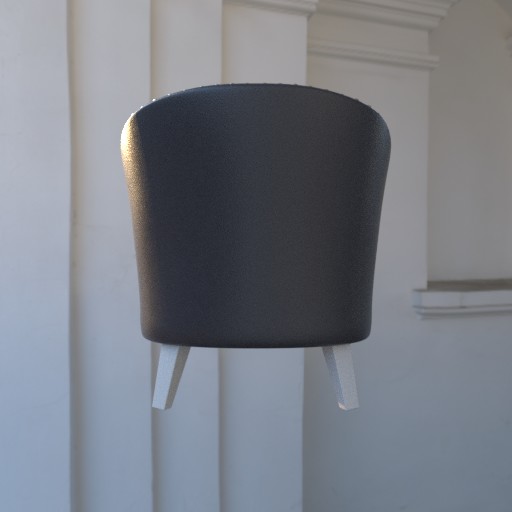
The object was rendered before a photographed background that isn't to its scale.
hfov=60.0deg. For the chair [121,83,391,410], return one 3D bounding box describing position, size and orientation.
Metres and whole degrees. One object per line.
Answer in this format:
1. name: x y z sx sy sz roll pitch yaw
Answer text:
1. chair: 0.000 0.000 1.401 0.794 0.823 0.748 0 1 0
